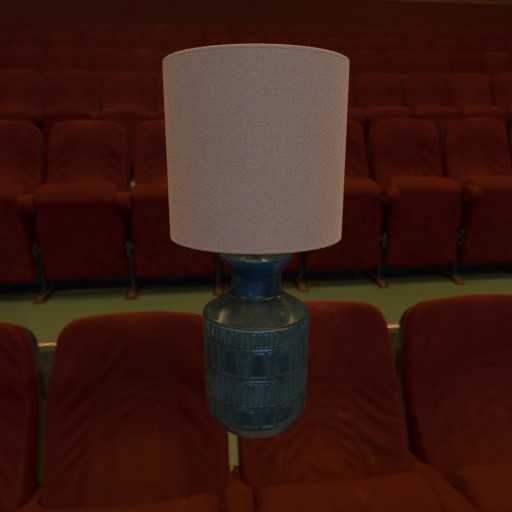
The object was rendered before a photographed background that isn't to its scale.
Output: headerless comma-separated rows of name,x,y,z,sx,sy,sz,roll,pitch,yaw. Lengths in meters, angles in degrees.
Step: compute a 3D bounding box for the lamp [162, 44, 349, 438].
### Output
lamp,0.000,0.000,0.565,0.211,0.455,0.211,-2,14,-7
